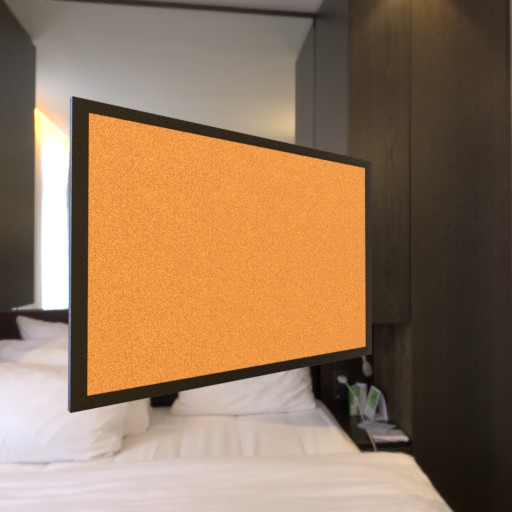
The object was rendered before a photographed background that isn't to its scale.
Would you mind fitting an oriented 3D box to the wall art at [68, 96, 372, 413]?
[{"bbox_3d":[0.000,0.000,1.024,0.819,0.552,0.015,1,-1,-37],"label":"wall art"}]
